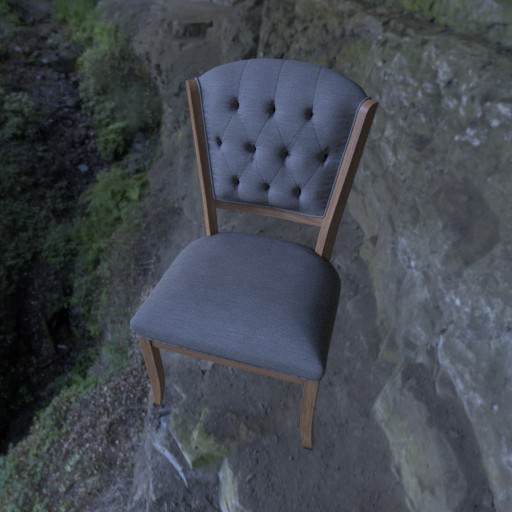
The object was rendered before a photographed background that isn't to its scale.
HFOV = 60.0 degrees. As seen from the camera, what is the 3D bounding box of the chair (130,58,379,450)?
[{"bbox_3d":[0.000,0.000,1.250,0.513,0.905,0.584,11,42,13],"label":"chair"}]
